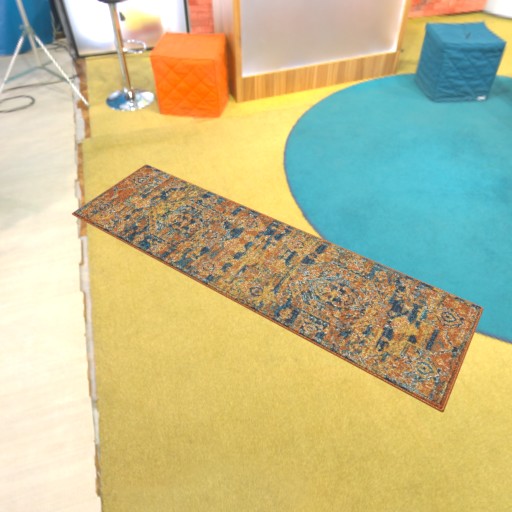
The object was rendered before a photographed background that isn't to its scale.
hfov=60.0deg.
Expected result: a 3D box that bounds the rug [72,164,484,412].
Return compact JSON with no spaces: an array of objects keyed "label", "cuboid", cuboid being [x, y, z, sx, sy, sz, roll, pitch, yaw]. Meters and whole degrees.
[{"label":"rug","cuboid":[0.000,0.000,2.443,2.274,0.016,0.651,25,50,23]}]
